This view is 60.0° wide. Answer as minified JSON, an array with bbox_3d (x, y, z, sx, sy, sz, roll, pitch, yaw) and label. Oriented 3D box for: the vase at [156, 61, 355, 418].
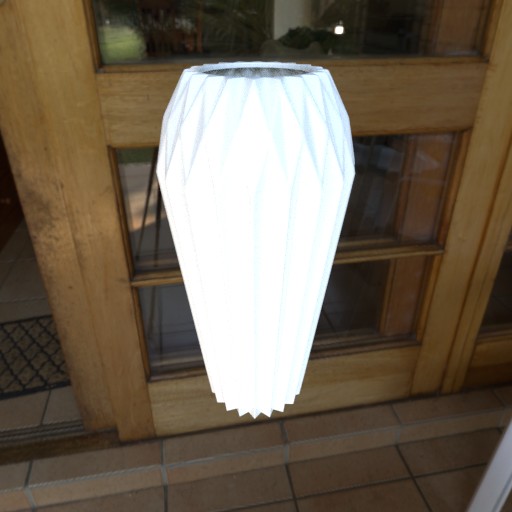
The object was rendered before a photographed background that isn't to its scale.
[{"bbox_3d":[0.000,0.000,0.336,0.133,0.263,0.133,0,30,0],"label":"vase"}]
